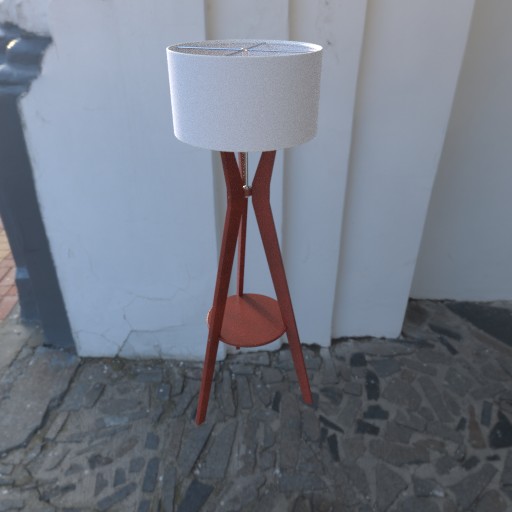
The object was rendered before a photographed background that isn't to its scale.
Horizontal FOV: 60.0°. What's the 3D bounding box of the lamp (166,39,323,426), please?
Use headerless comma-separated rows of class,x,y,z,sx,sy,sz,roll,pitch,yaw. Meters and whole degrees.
lamp,0.000,0.000,1.720,0.542,1.472,0.539,9,32,15
